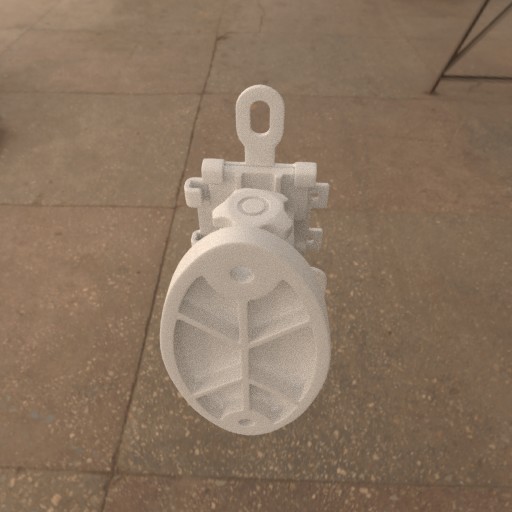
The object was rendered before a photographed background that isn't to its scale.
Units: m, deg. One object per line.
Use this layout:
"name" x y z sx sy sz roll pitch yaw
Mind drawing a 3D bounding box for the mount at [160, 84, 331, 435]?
"mount" 0.000 0.000 0.175 0.066 0.118 0.100 3 45 3
